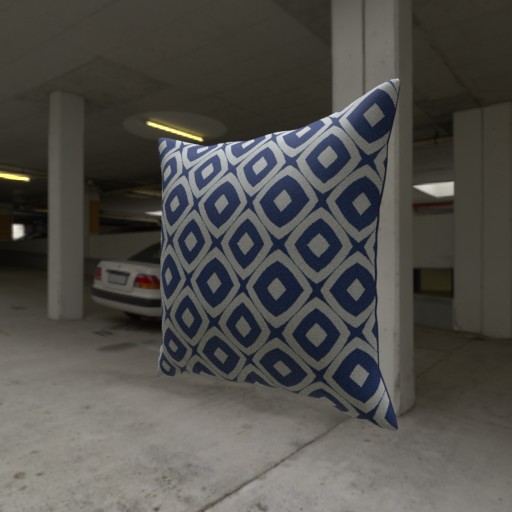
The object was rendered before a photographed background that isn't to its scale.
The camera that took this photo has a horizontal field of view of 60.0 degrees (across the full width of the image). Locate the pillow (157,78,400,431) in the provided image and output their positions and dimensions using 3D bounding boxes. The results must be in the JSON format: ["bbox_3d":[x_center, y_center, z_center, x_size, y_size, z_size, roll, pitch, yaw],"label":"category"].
[{"bbox_3d":[0.000,0.000,0.769,0.504,0.494,0.188,0,-1,37],"label":"pillow"}]
